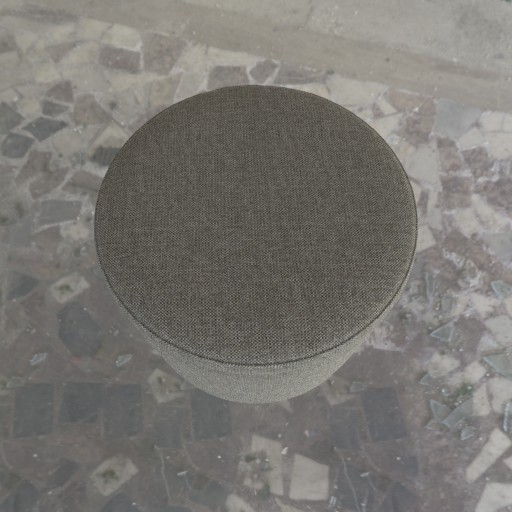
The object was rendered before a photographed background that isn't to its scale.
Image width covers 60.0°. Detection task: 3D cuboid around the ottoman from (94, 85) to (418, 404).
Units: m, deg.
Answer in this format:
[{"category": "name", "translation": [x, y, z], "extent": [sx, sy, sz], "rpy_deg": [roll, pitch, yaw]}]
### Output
[{"category": "ottoman", "translation": [0.000, 0.000, 0.877], "extent": [0.520, 0.430, 0.520], "rpy_deg": [0, 65, 0]}]
